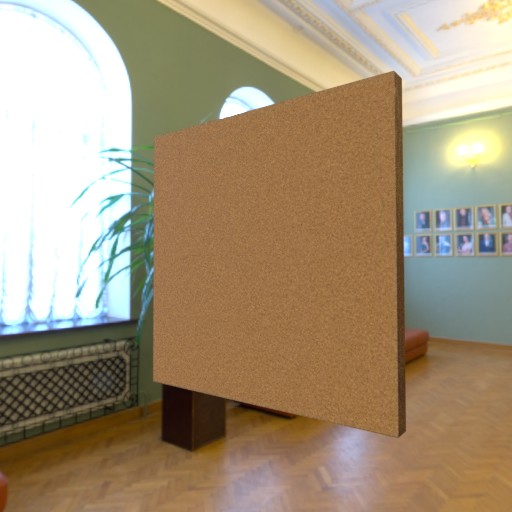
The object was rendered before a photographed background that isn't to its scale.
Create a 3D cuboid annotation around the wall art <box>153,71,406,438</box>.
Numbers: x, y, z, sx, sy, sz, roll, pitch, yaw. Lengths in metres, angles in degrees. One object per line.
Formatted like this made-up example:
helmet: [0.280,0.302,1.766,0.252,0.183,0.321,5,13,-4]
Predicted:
wall art: [0.000,0.000,0.925,0.611,0.608,0.042,-1,-1,37]
